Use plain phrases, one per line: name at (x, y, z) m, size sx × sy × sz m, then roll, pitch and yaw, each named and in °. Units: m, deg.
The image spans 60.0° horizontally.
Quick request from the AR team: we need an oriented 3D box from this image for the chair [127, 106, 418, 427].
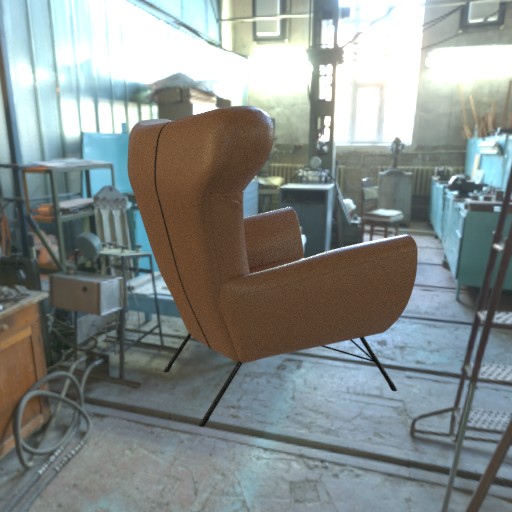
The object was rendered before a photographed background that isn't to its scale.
chair at (0.000, 0.000, 1.736) m, size 0.900 × 1.050 × 0.980 m, roll -8°, pitch 16°, yaw -27°
